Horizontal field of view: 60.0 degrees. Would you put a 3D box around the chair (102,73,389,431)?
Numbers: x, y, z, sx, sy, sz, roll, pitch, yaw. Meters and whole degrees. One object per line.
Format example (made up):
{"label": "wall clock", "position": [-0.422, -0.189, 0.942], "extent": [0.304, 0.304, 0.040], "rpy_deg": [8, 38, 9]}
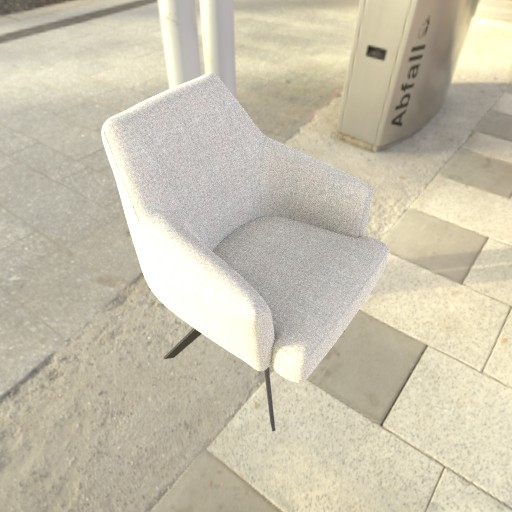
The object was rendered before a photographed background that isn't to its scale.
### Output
{"label": "chair", "position": [0.000, 0.000, 1.361], "extent": [0.677, 0.874, 0.642], "rpy_deg": [25, 47, 26]}
